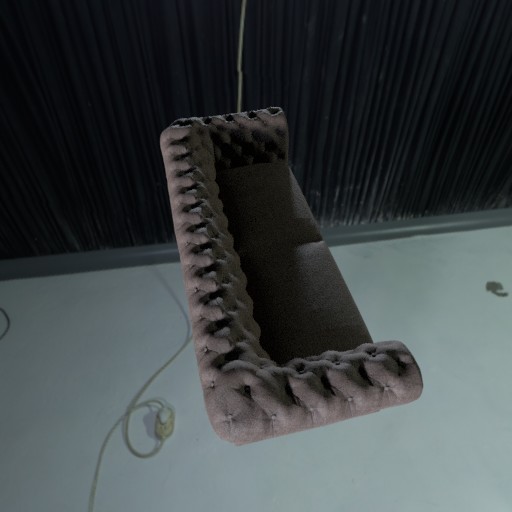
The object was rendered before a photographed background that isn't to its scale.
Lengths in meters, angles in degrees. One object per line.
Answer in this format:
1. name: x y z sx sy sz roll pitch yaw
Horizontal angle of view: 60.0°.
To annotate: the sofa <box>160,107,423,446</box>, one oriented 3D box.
1. sofa: 0.000 0.000 2.811 0.944 0.787 2.385 -10 49 -9
